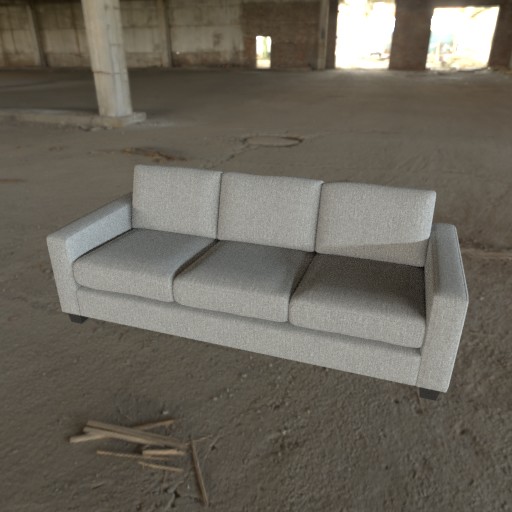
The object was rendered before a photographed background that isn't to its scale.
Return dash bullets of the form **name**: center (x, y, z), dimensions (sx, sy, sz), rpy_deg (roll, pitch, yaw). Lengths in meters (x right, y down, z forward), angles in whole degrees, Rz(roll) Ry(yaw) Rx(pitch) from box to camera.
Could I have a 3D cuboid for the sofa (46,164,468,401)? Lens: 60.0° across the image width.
- **sofa**: center (0.000, 0.000, 2.530), dimensions (2.120, 0.800, 0.900), rpy_deg (8, 27, 17)
